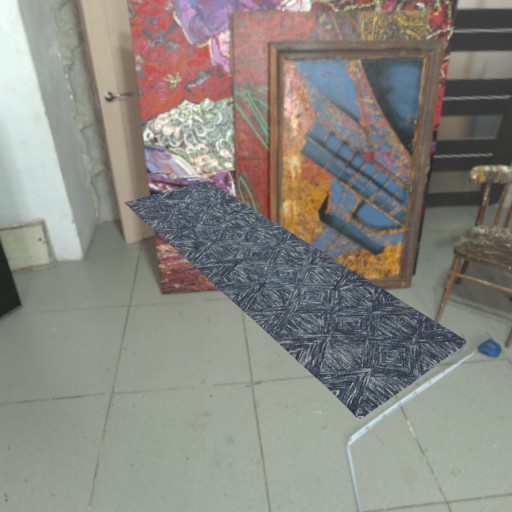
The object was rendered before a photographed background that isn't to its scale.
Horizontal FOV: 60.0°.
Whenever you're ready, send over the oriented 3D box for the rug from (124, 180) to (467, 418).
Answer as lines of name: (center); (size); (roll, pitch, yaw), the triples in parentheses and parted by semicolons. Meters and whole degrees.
rug: (0.000, 0.000, 2.610); (0.719, 0.013, 2.306); (-21, 38, -30)
